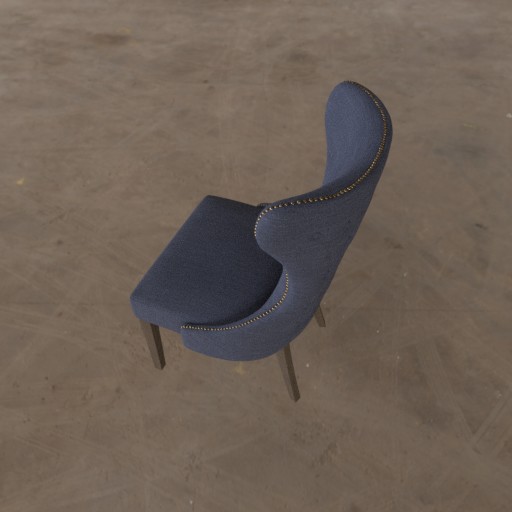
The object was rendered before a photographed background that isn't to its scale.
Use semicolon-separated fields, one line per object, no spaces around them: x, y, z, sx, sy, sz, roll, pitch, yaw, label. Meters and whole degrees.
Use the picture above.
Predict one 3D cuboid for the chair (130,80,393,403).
0.000;0.000;1.403;0.635;0.967;0.628;16;49;15;chair
